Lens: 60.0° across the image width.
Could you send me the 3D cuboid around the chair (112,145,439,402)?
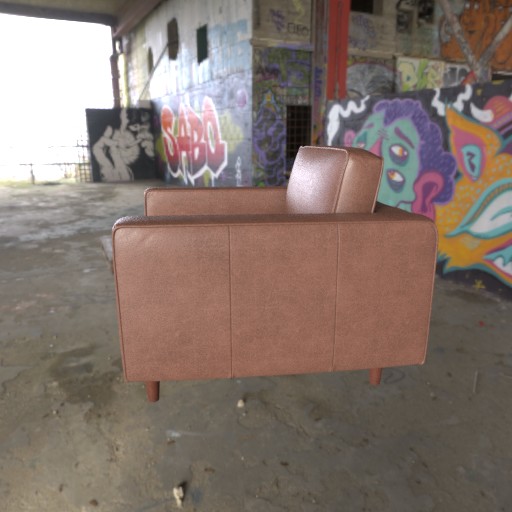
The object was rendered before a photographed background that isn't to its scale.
[{"bbox_3d":[0.000,0.000,1.600,0.900,0.770,0.920,-2,15,-7],"label":"chair"}]
